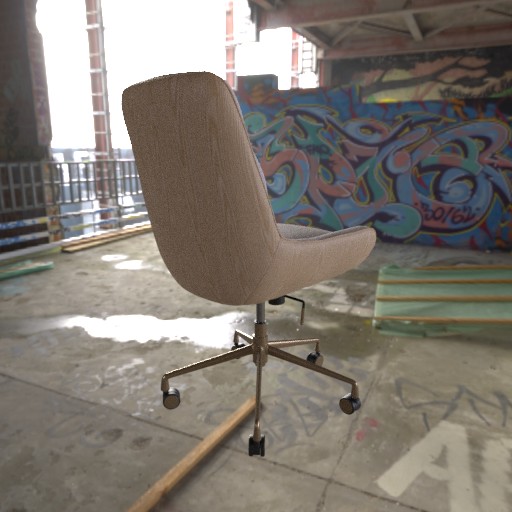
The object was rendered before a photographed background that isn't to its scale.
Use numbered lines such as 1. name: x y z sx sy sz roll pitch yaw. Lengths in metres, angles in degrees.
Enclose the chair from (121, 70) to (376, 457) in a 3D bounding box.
1. chair: 0.000 0.000 1.329 0.668 0.952 0.564 -13 19 -43
